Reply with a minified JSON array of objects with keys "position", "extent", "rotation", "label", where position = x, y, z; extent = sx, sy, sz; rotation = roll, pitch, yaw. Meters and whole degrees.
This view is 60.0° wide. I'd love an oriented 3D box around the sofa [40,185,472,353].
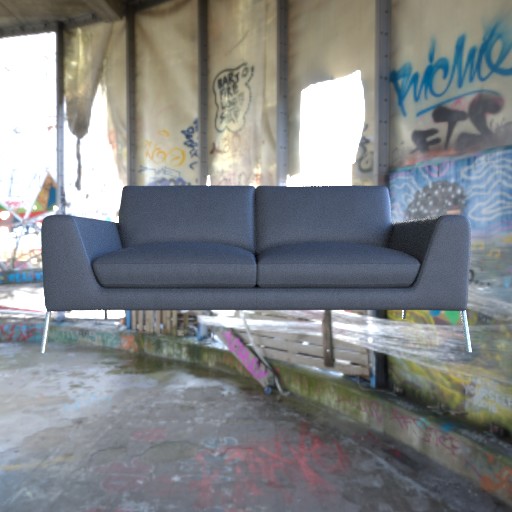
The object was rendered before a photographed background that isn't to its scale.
[{"position":[0.000,0.000,2.514],"extent":[2.017,0.875,0.953],"rotation":[0,2,-1],"label":"sofa"}]
